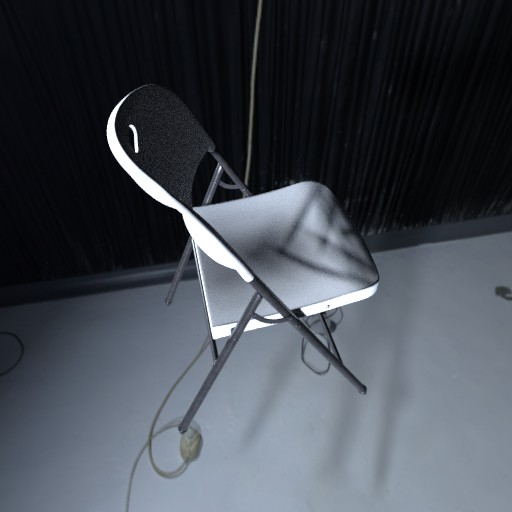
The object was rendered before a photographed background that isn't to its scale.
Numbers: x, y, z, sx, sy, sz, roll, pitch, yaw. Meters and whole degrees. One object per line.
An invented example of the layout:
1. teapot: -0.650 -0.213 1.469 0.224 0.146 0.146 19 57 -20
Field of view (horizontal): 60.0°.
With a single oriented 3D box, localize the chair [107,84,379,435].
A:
1. chair: 0.000 0.000 1.148 0.566 0.810 0.494 -9 46 -9
